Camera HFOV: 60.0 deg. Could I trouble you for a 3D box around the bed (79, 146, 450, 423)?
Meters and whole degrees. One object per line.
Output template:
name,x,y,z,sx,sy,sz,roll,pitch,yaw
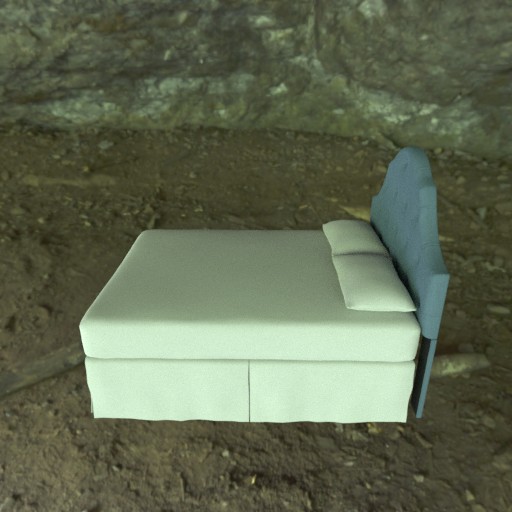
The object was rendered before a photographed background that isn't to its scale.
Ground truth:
bed,0.000,0.000,3.229,2.155,1.575,1.636,0,25,1
